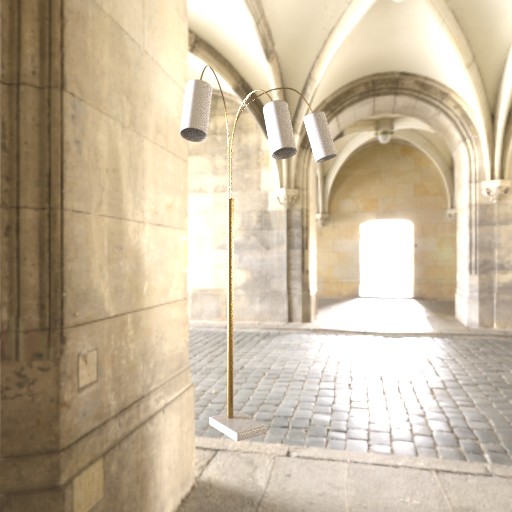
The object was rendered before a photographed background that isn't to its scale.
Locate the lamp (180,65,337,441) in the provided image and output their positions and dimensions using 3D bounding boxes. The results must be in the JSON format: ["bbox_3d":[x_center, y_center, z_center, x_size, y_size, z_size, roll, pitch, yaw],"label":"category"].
[{"bbox_3d":[0.000,0.000,2.509,1.020,2.055,0.667,0,0,-35],"label":"lamp"}]
